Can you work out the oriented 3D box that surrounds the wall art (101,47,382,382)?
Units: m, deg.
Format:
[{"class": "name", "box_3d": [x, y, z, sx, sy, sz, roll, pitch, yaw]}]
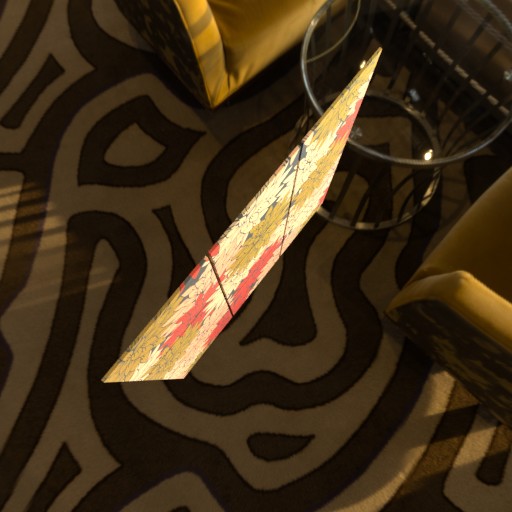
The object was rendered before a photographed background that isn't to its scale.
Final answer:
[{"class": "wall art", "box_3d": [0.000, 0.000, 2.241, 0.013, 1.534, 1.519, 37, 78, 9]}]
